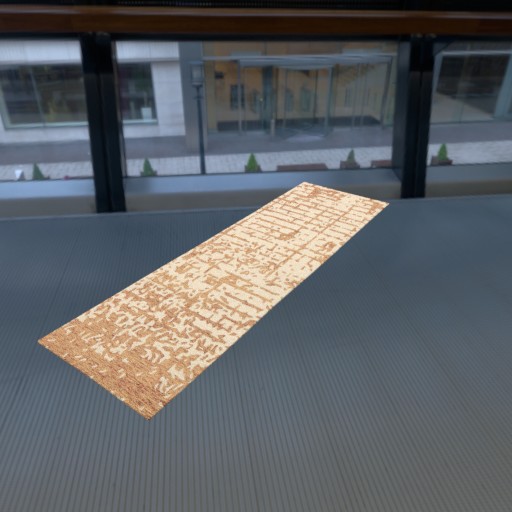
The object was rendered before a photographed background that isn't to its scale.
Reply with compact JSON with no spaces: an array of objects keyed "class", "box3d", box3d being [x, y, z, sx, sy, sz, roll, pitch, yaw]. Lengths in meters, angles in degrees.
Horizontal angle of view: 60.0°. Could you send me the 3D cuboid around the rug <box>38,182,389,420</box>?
[{"class":"rug","box3d":[0.000,0.000,2.714,0.750,0.011,2.435,20,37,30]}]
